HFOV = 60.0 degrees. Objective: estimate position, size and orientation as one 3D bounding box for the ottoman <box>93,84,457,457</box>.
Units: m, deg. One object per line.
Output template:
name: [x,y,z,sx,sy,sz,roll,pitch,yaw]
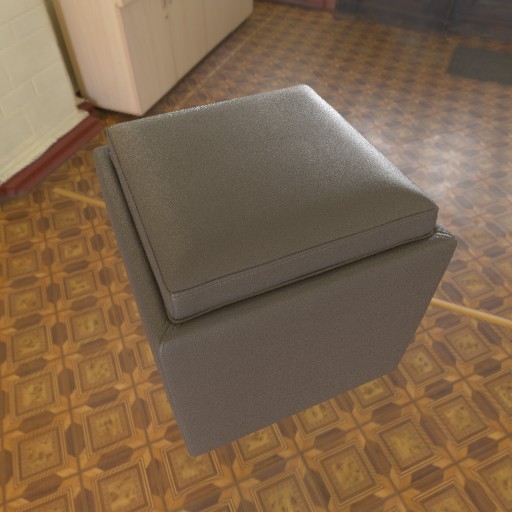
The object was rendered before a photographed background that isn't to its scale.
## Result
ottoman: [0.000,0.000,0.808,0.450,0.460,0.451,-18,50,-16]
